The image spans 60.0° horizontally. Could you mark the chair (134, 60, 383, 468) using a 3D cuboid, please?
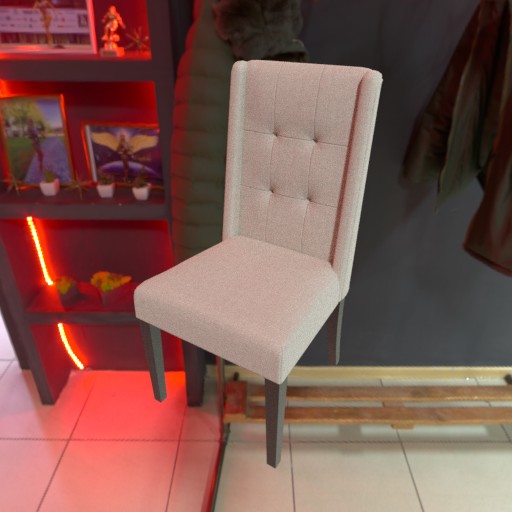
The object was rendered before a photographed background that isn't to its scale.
[{"bbox_3d":[0.000,0.000,1.253,0.474,0.961,0.523,18,34,28],"label":"chair"}]
